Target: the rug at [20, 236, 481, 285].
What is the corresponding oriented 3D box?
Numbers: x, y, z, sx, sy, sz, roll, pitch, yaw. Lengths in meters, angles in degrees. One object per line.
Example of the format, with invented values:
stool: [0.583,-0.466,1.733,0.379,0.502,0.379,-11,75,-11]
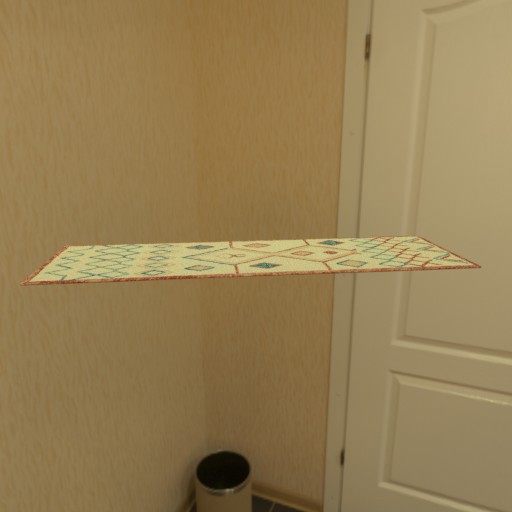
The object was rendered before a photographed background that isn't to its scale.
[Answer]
rug: [0.000,0.000,2.678,2.435,0.011,0.750,-2,16,-7]
